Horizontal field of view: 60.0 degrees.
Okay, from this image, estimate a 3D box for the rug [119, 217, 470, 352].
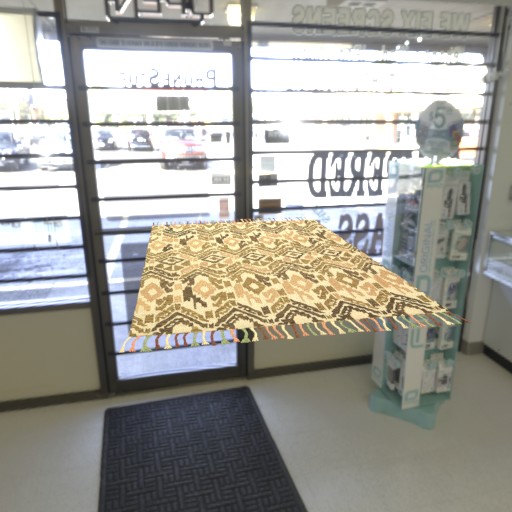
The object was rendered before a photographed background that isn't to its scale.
[{"bbox_3d":[0.000,0.000,2.997,1.524,0.008,2.438,-3,17,-10],"label":"rug"}]
